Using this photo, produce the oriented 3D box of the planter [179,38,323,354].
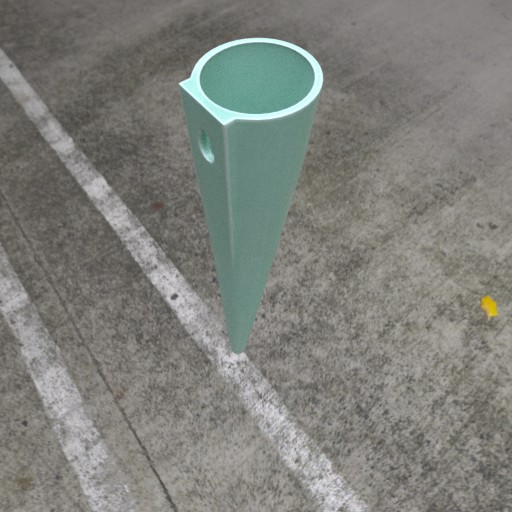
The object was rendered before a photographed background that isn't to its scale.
[{"bbox_3d":[0.000,0.000,0.292,0.055,0.268,0.054,-33,62,-20],"label":"planter"}]
